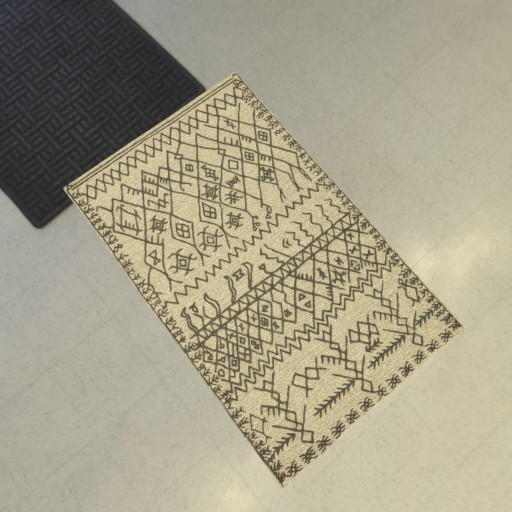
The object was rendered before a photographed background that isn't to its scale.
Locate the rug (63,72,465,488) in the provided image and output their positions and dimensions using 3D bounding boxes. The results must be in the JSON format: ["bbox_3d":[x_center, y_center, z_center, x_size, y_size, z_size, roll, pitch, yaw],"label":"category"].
[{"bbox_3d":[0.000,0.000,2.990,1.530,0.012,2.444,-37,79,-9],"label":"rug"}]
